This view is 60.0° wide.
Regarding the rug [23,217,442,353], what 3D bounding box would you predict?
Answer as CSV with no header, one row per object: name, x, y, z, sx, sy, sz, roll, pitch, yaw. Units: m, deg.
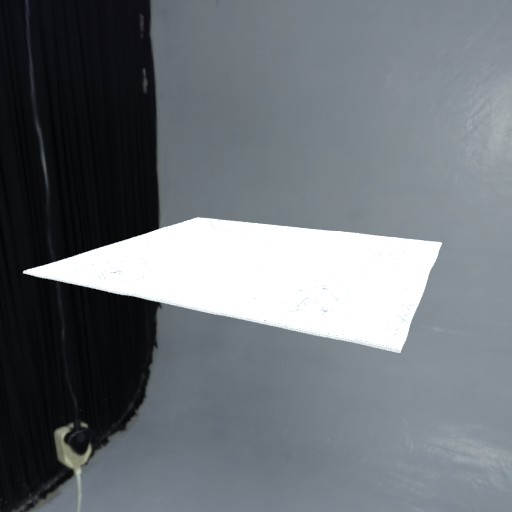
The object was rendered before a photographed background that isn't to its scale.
rug,0.000,0.000,0.872,0.639,0.006,0.548,8,18,25
